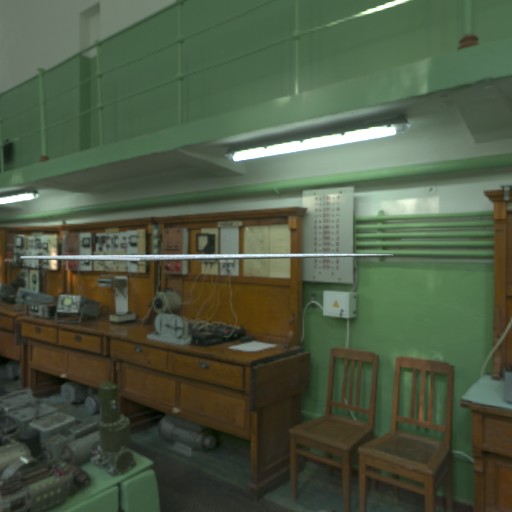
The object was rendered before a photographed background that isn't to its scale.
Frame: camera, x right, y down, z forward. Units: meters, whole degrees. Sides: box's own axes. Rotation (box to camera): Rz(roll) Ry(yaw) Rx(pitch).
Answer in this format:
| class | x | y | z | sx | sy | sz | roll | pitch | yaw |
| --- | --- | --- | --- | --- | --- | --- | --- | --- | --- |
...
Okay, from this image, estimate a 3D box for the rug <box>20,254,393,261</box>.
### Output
| class | x | y | z | sx | sy | sz | roll | pitch | yaw |
| --- | --- | --- | --- | --- | --- | --- | --- | --- | --- |
| rug | 0.000 | 0.000 | 2.718 | 0.855 | 0.017 | 2.452 | 0 | 1 | 36 |
